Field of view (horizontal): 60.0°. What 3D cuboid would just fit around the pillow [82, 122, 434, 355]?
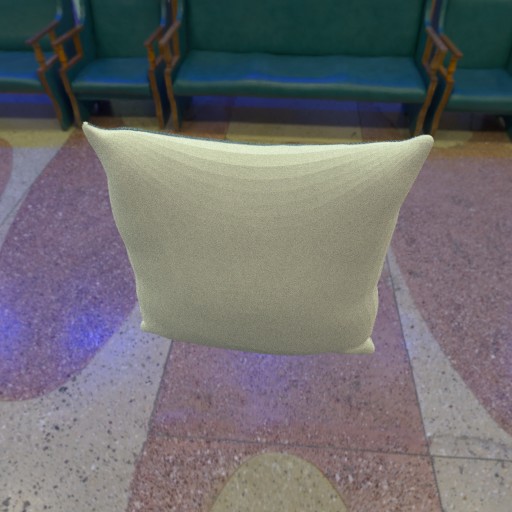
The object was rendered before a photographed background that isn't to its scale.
[{"bbox_3d":[0.000,0.000,0.687,0.440,0.441,0.182,4,45,4],"label":"pillow"}]
